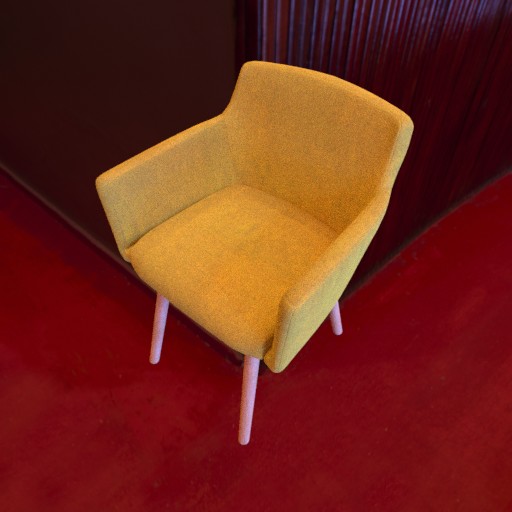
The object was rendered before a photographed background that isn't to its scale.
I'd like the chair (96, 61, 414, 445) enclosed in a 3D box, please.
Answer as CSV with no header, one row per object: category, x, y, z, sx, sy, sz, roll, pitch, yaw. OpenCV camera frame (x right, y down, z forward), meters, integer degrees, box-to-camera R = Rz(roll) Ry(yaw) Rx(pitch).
chair,0.000,0.000,1.162,0.570,0.780,0.570,32,54,27
